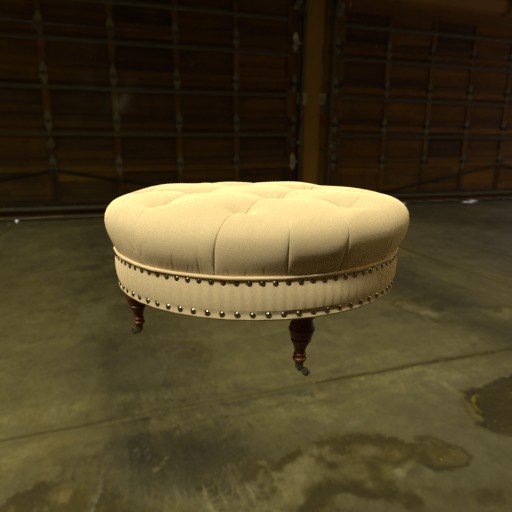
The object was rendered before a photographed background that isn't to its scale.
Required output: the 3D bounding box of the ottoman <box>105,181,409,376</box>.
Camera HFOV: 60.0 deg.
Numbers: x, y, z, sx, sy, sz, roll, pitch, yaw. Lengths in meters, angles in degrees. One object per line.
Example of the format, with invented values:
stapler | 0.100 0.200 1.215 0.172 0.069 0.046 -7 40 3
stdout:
ottoman | 0.000 0.000 1.409 0.901 0.439 0.901 0 14 0
